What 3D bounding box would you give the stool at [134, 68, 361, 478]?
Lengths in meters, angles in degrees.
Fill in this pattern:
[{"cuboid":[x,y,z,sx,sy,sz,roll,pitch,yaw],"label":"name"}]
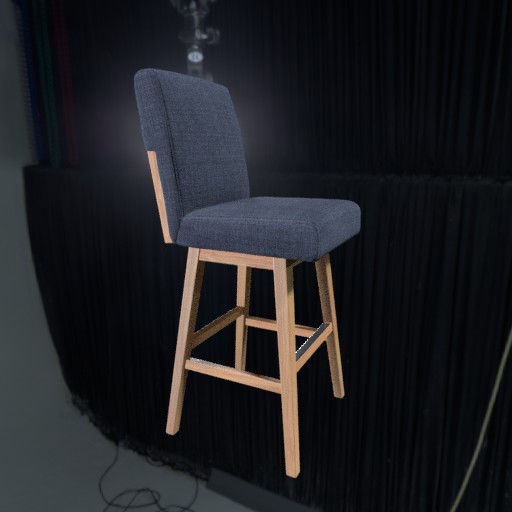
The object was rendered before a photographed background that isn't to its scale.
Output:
[{"cuboid":[0.000,0.000,1.414,0.570,1.112,0.483,7,15,26],"label":"stool"}]
